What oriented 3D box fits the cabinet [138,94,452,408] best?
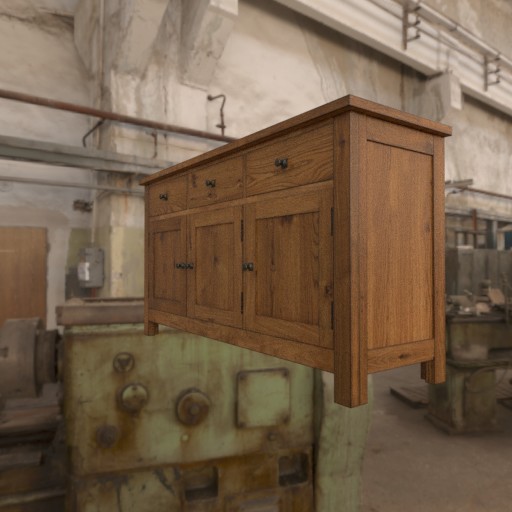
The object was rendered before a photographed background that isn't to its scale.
[{"bbox_3d":[0.000,0.000,1.864,0.480,0.813,1.474,0,-1,-36],"label":"cabinet"}]
